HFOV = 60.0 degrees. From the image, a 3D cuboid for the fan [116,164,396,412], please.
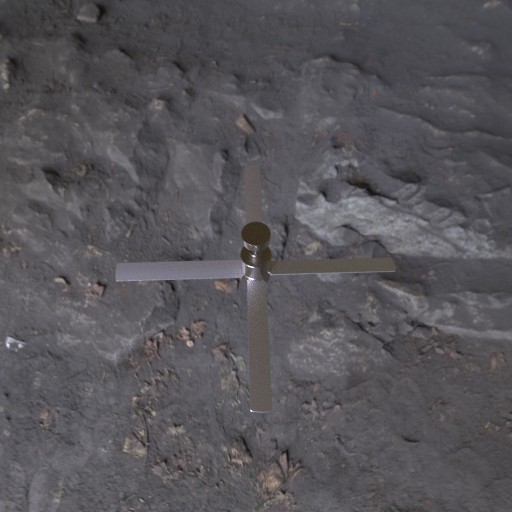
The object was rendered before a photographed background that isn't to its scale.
[{"bbox_3d":[0.000,0.000,2.008,1.322,0.355,1.322,-2,58,-1],"label":"fan"}]
